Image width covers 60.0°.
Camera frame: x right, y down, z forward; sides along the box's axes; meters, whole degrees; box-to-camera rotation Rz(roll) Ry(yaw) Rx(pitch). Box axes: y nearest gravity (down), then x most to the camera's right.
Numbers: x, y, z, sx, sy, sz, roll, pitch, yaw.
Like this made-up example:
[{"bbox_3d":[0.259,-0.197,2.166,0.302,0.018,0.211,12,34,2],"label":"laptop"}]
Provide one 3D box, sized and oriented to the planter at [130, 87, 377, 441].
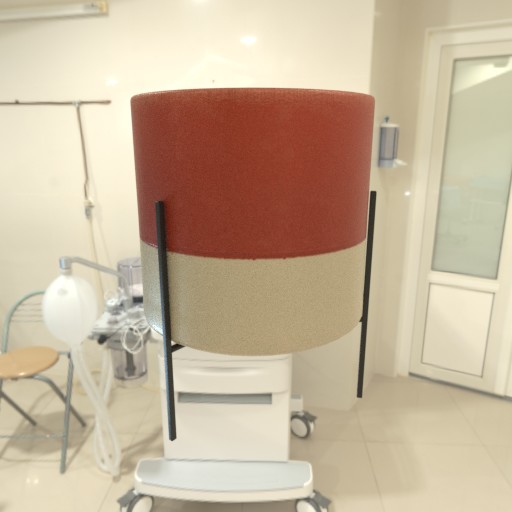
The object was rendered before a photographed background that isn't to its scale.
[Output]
[{"bbox_3d":[0.000,0.000,0.697,0.354,0.465,0.345,3,15,10],"label":"planter"}]
